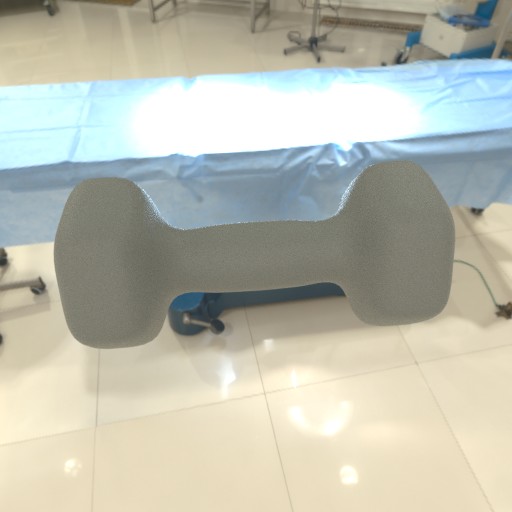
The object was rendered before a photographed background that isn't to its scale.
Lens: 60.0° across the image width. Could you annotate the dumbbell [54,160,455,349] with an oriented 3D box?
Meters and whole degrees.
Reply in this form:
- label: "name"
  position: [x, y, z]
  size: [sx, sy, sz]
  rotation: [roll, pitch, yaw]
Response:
- label: "dumbbell"
  position: [0.000, 0.000, 0.227]
  size: [0.184, 0.081, 0.090]
  rotation: [-4, 46, -3]
